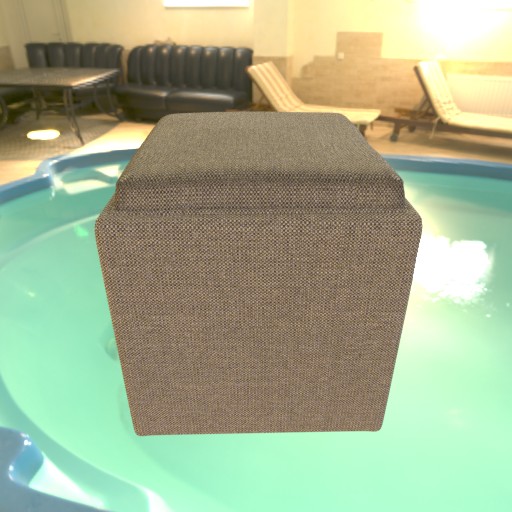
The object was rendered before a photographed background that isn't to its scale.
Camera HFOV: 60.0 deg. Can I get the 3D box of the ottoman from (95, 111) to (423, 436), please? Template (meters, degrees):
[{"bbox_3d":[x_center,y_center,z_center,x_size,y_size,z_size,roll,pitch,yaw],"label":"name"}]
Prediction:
[{"bbox_3d":[0.000,0.000,0.853,0.436,0.487,0.454,-1,30,-1],"label":"ottoman"}]
